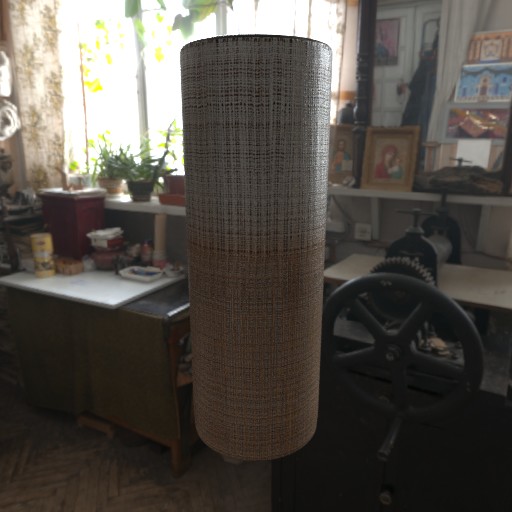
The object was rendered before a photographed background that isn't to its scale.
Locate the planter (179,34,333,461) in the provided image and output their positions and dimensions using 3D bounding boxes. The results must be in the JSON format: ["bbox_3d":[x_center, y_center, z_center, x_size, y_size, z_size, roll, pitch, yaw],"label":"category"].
[{"bbox_3d":[0.000,0.000,0.324,0.099,0.278,0.099,-3,15,-10],"label":"planter"}]
